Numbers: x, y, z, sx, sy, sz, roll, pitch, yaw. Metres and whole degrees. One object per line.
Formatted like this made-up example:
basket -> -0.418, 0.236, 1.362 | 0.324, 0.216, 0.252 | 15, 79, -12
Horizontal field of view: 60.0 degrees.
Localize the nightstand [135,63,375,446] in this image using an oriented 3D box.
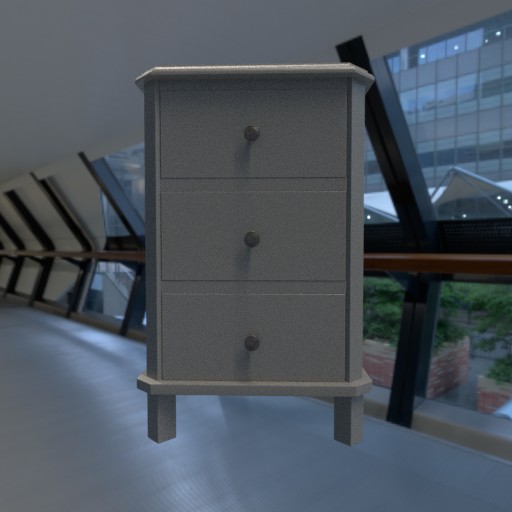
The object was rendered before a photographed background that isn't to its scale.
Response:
nightstand -> 0.000, 0.000, 0.947 | 0.435, 0.680, 0.348 | 0, 2, 2
